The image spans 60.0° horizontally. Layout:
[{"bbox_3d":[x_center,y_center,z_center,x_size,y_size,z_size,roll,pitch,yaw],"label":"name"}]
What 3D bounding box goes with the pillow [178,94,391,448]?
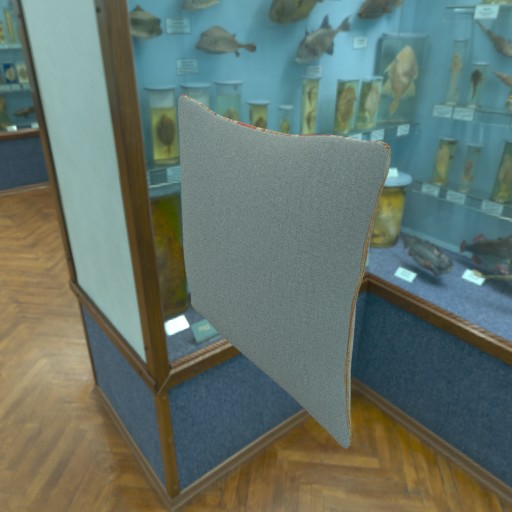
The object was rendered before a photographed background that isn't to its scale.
[{"bbox_3d":[0.000,0.000,0.667,0.136,0.419,0.437,-18,32,-31],"label":"pillow"}]
